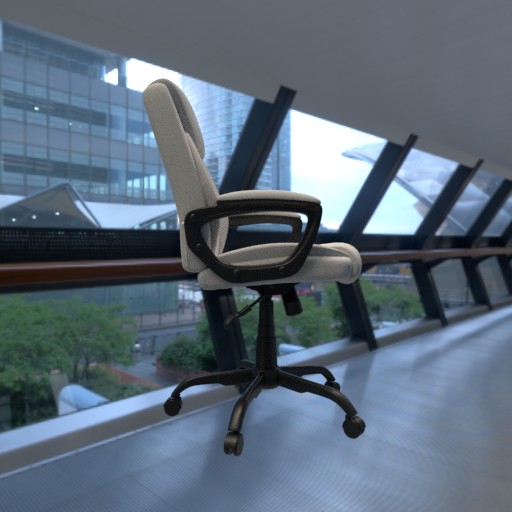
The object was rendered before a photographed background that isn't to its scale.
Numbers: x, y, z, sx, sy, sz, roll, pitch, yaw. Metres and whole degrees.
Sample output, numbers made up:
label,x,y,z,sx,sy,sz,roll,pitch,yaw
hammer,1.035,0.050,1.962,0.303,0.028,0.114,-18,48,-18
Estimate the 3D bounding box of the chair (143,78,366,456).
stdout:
label,x,y,z,sx,sy,sz,roll,pitch,yaw
chair,0.000,0.000,1.487,0.669,1.065,0.663,0,0,0
